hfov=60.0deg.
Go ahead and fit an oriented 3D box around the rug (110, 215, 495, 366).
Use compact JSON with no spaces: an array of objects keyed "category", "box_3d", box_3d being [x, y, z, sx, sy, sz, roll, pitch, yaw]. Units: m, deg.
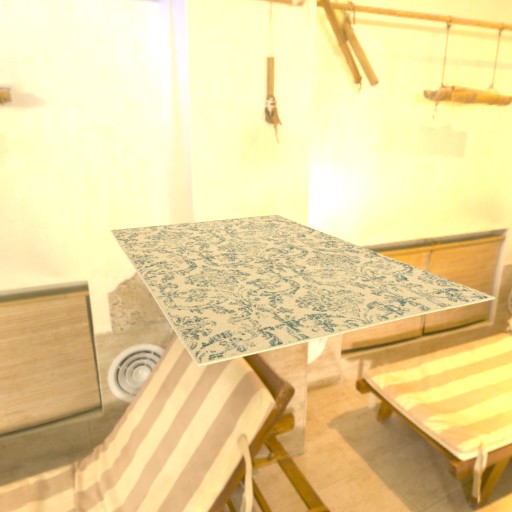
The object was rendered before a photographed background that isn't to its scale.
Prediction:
[{"category":"rug","box_3d":[0.000,0.000,3.421,1.819,0.018,2.746,-7,18,-24]}]
